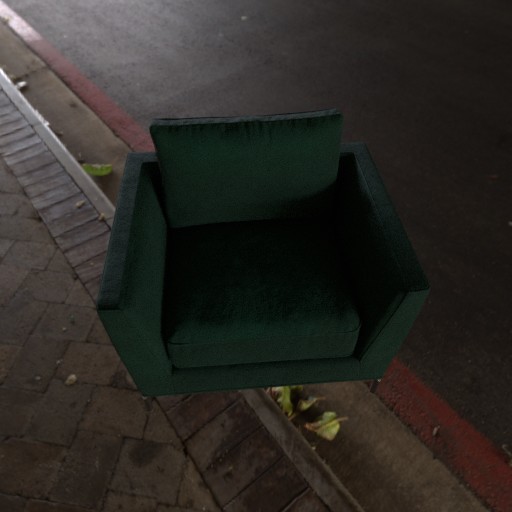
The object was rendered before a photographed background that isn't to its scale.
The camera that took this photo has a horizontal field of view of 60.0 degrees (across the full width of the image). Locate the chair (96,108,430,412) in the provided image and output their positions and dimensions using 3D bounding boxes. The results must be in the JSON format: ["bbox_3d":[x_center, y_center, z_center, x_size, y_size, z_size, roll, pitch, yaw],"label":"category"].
[{"bbox_3d":[0.000,0.000,1.820,1.047,0.997,0.852,-3,47,-3],"label":"chair"}]
